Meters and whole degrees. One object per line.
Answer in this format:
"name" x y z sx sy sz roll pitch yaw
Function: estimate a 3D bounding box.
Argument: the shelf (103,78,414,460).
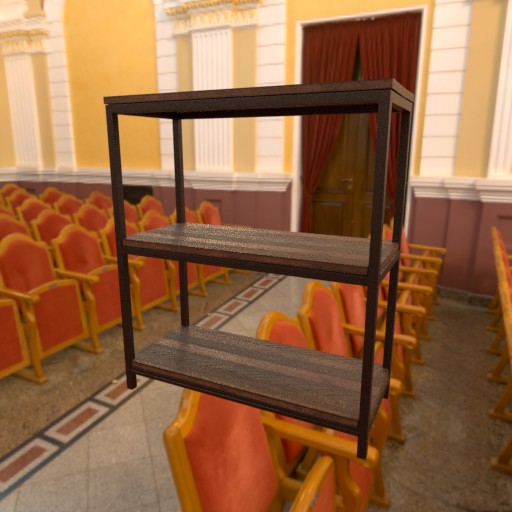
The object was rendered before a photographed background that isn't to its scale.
"shelf" 0.000 0.000 1.387 0.822 0.947 0.352 7 15 25
